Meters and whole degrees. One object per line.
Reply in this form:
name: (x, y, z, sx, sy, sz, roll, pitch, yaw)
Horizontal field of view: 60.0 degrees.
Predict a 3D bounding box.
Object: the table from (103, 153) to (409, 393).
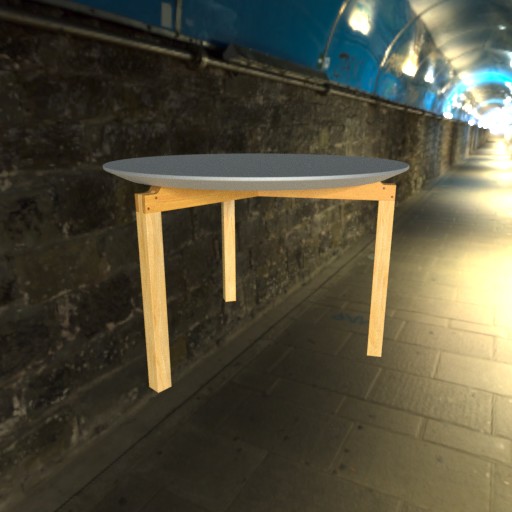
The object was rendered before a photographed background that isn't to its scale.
table: (0.000, 0.000, 0.970, 0.600, 0.405, 0.600, 0, 16, 0)
